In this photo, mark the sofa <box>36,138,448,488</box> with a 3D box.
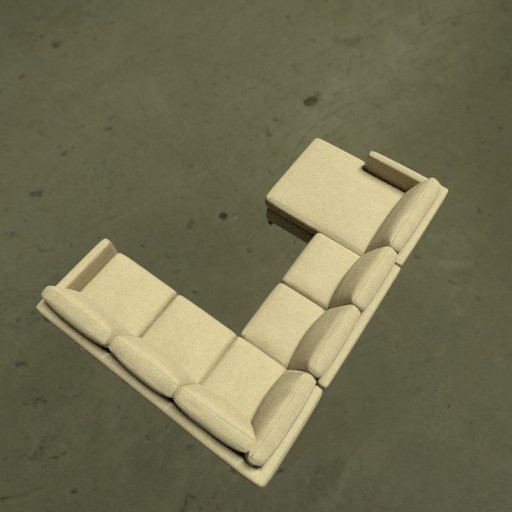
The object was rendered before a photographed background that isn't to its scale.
[{"bbox_3d":[0.000,0.000,4.580,2.593,0.959,3.460,32,67,15],"label":"sofa"}]
